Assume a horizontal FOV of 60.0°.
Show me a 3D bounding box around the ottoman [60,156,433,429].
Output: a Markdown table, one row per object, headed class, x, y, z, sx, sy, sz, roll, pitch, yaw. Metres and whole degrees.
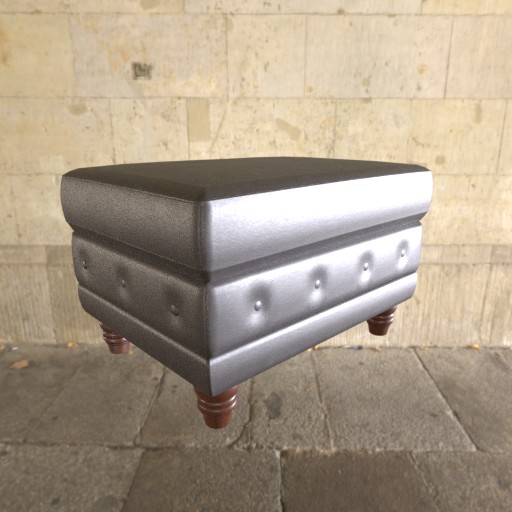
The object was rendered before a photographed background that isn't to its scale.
| class | x | y | z | sx | sy | sz | roll | pitch | yaw |
| --- | --- | --- | --- | --- | --- | --- | --- | --- | --- |
| ottoman | 0.000 | 0.000 | 1.192 | 0.795 | 0.498 | 0.590 | -15 | 21 | -41 |
